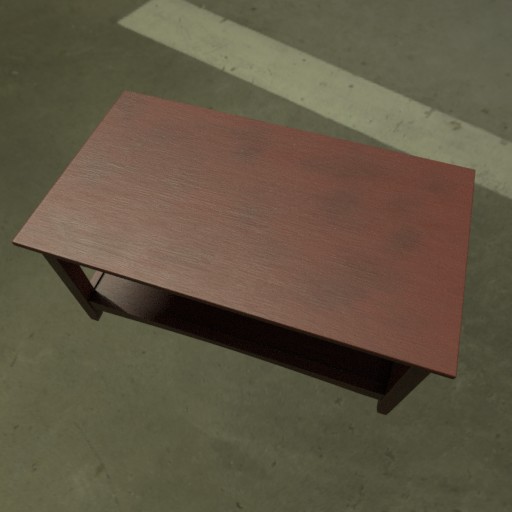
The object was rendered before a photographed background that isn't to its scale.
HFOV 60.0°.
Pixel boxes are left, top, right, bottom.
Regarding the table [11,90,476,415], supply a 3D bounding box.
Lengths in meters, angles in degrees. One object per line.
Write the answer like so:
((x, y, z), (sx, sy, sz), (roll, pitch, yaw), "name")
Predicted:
((0.000, 0.000, 1.207), (0.943, 0.456, 0.533), (16, 60, 10), "table")
